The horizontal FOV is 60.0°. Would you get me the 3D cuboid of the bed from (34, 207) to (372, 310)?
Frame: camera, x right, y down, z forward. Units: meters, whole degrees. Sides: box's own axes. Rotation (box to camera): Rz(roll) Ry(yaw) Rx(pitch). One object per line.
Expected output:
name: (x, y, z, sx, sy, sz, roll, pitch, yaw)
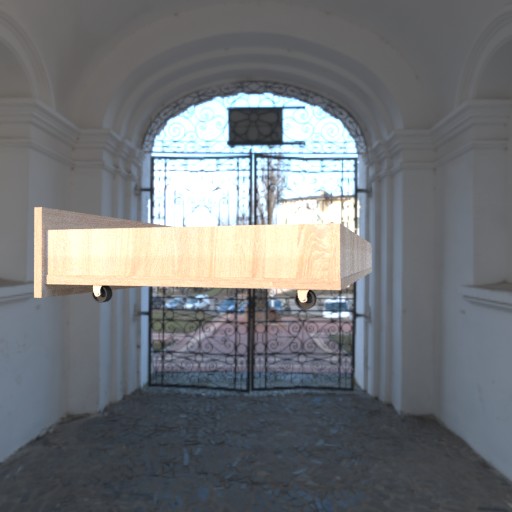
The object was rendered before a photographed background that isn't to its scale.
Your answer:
bed: (0.000, 0.000, 1.459, 0.685, 0.209, 1.200, 0, 0, 17)
